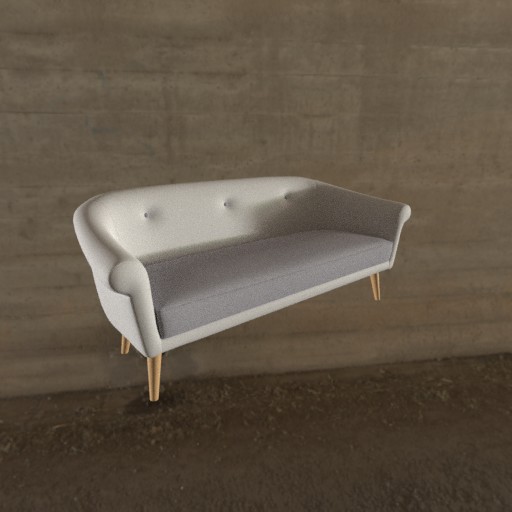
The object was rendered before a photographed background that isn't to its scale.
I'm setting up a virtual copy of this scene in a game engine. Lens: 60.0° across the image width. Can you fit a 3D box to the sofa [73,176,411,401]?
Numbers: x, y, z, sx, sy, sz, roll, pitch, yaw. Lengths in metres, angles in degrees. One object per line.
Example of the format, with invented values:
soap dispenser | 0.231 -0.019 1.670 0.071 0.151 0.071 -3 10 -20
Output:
sofa | 0.000 0.000 2.581 2.160 0.795 0.827 -14 20 -42
